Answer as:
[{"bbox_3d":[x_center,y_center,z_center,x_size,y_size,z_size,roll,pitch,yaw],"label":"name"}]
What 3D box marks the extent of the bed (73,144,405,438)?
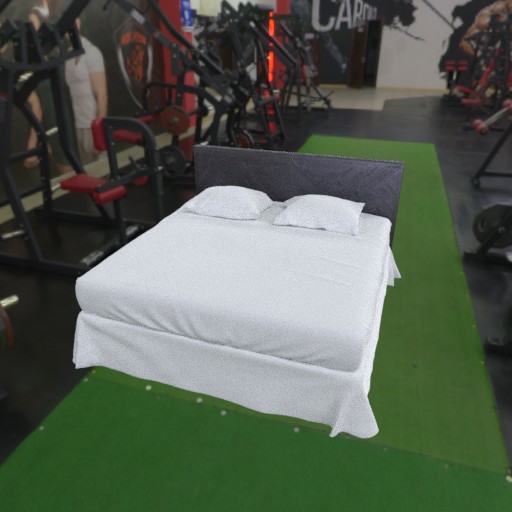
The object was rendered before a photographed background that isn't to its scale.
[{"bbox_3d":[0.000,0.000,3.517,2.255,1.158,2.165,9,28,17],"label":"bed"}]
